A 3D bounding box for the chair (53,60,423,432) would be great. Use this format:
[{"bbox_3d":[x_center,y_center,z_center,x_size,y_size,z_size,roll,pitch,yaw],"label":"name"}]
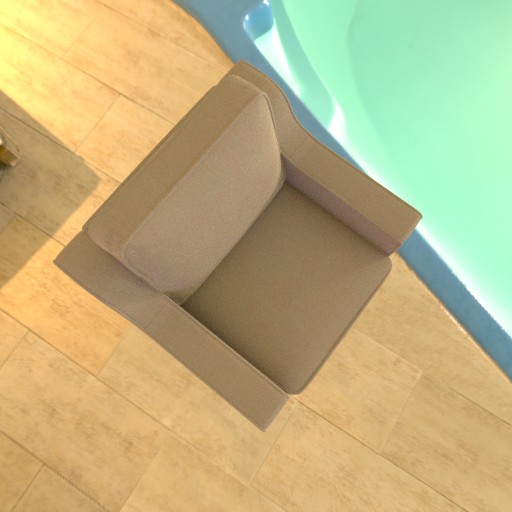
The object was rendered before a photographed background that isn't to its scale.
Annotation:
[{"bbox_3d":[0.000,0.000,1.659,0.882,0.948,0.922,37,79,9],"label":"chair"}]
